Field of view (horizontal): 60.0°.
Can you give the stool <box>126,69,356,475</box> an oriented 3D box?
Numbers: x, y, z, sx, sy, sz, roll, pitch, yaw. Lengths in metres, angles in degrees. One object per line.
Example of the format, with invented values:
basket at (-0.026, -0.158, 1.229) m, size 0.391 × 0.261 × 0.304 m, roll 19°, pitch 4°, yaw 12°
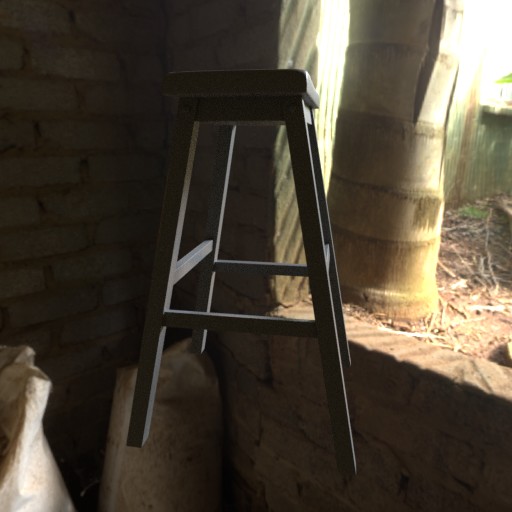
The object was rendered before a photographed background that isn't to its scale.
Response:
stool at (0.000, 0.000, 1.019) m, size 0.476 × 0.737 × 0.457 m, roll 3°, pitch 15°, yaw 10°
